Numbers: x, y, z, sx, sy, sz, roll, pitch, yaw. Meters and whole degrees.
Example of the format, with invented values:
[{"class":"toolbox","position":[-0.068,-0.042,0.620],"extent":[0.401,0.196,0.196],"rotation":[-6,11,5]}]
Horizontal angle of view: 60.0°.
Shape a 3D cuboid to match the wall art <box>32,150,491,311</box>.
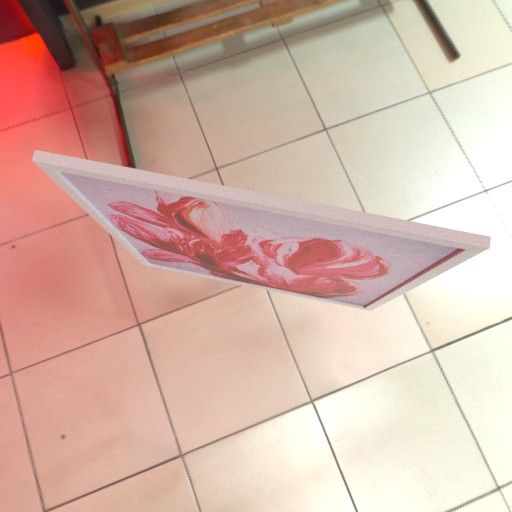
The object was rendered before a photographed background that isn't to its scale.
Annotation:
[{"class":"wall art","position":[0.000,0.000,1.153],"extent":[0.805,0.803,0.022],"rotation":[11,76,3]}]
